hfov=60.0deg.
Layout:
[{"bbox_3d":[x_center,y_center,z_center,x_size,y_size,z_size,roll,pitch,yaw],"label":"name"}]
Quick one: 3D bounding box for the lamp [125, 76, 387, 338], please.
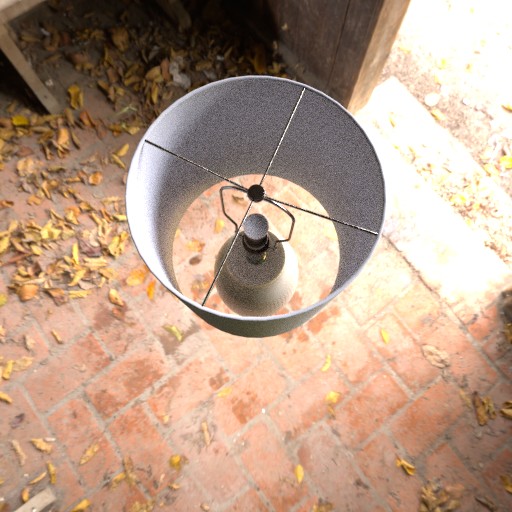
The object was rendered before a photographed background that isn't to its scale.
[{"bbox_3d":[0.000,0.000,0.586,0.217,0.453,0.217,23,77,6],"label":"lamp"}]
